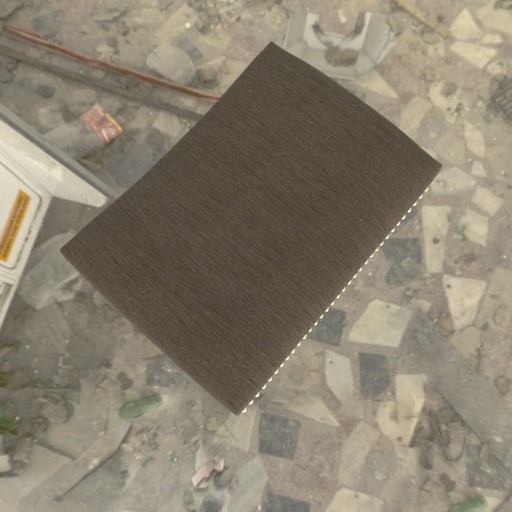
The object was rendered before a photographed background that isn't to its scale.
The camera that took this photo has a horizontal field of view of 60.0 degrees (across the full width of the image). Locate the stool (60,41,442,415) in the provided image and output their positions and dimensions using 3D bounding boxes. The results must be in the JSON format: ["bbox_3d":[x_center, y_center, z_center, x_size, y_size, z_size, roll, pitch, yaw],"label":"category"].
[{"bbox_3d":[0.000,0.000,0.965,0.372,0.654,0.504,40,79,10],"label":"stool"}]
